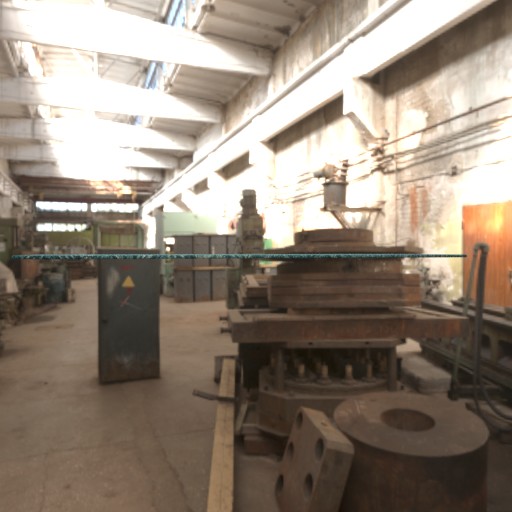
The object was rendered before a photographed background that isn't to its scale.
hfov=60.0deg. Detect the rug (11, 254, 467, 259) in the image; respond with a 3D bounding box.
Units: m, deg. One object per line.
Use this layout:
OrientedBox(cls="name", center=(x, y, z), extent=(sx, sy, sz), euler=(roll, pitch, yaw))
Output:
OrientedBox(cls="rug", center=(0.000, 0.000, 2.451), extent=(2.286, 0.016, 0.676), euler=(0, 1, -19))
